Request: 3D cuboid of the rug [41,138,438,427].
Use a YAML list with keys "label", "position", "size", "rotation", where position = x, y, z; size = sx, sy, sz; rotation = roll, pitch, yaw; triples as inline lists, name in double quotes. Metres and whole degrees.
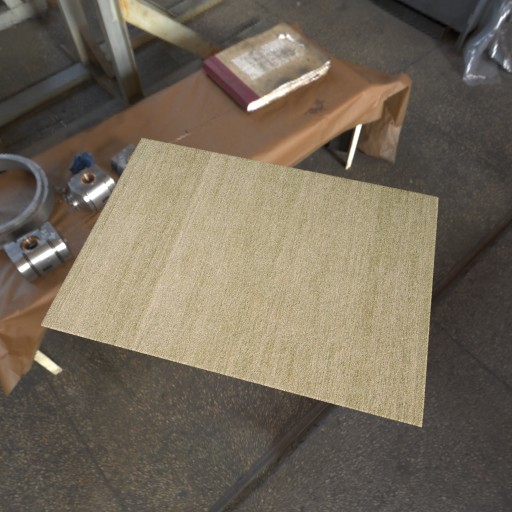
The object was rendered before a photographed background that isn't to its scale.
- label: "rug"
  position: [0.000, 0.000, 5.060]
  size: [3.935, 0.025, 2.782]
  rotation: [13, 61, 7]
